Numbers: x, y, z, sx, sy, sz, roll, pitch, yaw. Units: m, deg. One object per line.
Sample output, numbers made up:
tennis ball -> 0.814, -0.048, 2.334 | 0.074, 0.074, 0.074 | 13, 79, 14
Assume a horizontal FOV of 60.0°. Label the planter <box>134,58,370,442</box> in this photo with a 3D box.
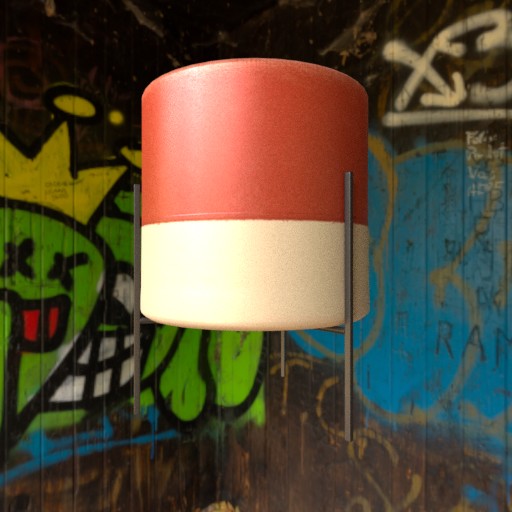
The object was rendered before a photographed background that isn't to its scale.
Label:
planter -> 0.000, 0.000, 0.693 | 0.345, 0.465, 0.354 | 0, 0, 18
